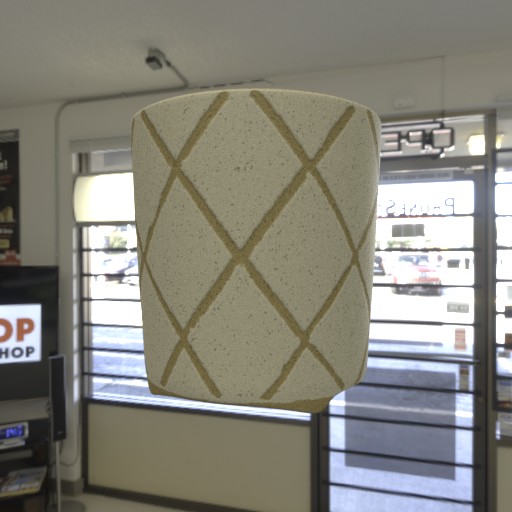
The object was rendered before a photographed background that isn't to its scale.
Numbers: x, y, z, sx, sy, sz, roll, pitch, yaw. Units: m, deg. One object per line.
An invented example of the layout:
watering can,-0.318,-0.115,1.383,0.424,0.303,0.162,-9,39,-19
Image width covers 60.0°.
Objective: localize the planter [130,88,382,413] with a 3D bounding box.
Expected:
planter,0.000,0.000,0.419,0.228,0.235,0.228,0,1,0
